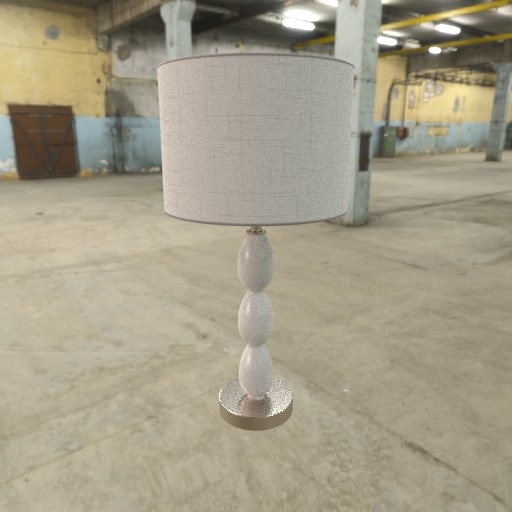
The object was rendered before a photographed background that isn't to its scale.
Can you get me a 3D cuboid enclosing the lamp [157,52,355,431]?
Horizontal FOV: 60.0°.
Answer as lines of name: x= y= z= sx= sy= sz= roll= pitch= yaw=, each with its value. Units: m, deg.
lamp: x=0.000 y=0.000 z=0.715 sx=0.282 sy=0.559 sz=0.280 roll=-2 pitch=15 yaw=-8
